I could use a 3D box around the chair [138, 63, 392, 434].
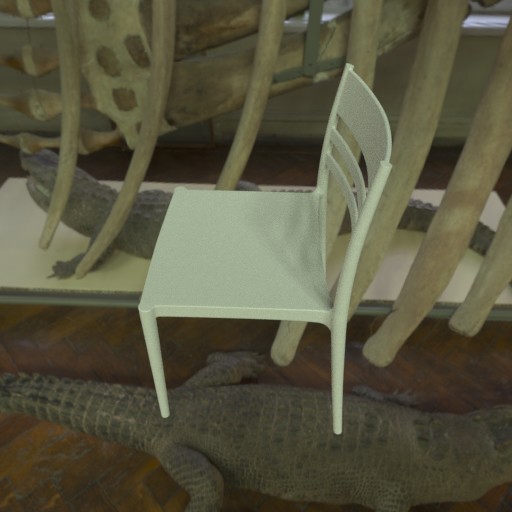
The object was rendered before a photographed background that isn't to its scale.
[{"bbox_3d":[0.000,0.000,1.128,0.511,0.800,0.531,1,42,1],"label":"chair"}]
